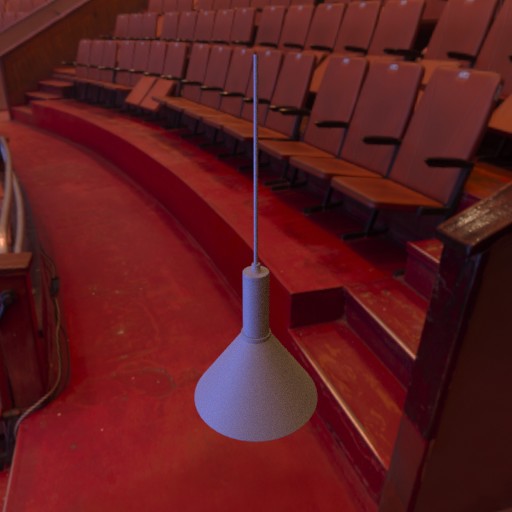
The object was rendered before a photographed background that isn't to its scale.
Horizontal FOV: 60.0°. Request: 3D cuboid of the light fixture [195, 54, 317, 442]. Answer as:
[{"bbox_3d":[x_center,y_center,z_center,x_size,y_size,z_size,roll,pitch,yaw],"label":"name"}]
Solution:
[{"bbox_3d":[0.000,0.000,0.825,0.267,0.683,0.267,-8,27,-17],"label":"light fixture"}]
